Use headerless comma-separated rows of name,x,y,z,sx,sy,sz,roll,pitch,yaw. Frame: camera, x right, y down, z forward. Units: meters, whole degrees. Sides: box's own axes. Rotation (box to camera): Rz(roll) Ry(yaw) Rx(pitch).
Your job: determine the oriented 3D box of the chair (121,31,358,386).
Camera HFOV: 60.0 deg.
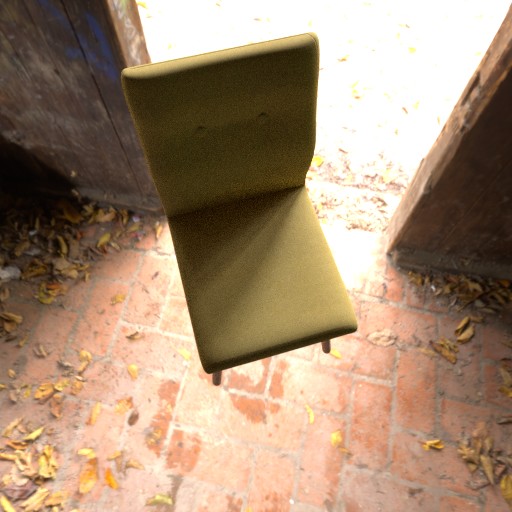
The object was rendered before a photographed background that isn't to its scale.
chair,0.000,0.000,1.271,0.450,0.965,0.550,-15,65,-7
